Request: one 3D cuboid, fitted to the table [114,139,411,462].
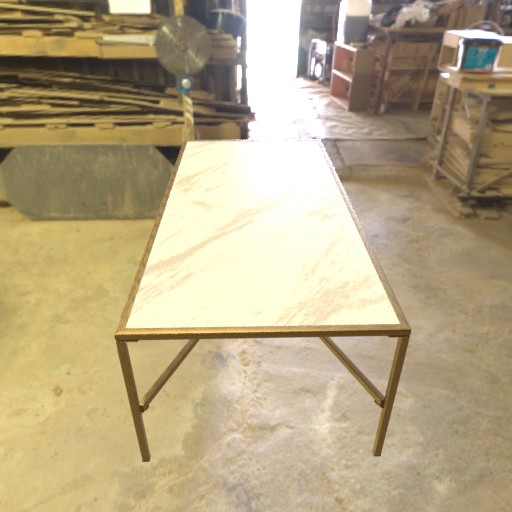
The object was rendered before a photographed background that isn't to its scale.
[{"bbox_3d":[0.000,0.000,1.468,0.577,0.405,1.197,-1,32,-1],"label":"table"}]
